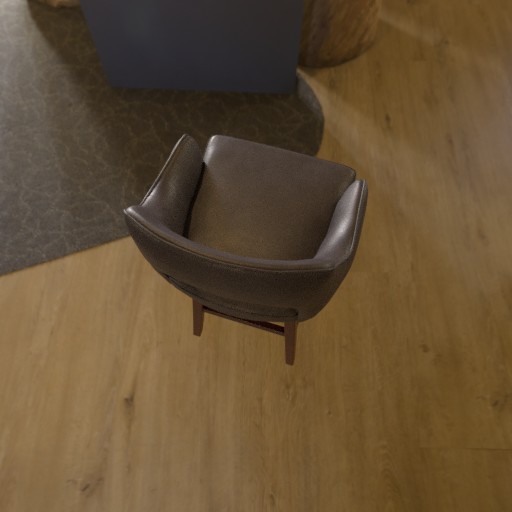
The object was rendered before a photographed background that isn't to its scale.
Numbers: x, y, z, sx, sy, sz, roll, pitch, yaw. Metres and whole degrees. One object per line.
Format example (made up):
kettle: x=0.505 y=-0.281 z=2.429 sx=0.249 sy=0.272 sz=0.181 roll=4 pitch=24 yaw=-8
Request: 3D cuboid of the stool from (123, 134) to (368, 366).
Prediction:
stool: x=0.000 y=0.000 z=1.397 sx=0.550 sy=1.041 sz=0.560 roll=16 pitch=66 yaw=7
